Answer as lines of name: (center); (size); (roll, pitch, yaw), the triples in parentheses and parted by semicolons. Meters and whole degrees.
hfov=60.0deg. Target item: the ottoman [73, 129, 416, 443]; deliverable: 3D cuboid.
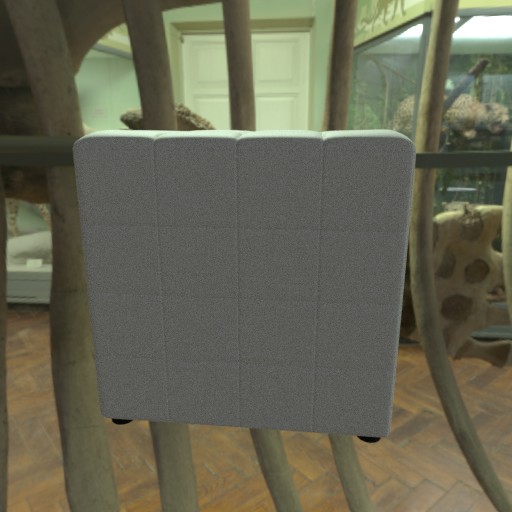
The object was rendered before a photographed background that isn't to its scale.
ottoman: (0.000, 0.000, 0.790); (0.425, 0.432, 0.425); (2, 15, 6)
